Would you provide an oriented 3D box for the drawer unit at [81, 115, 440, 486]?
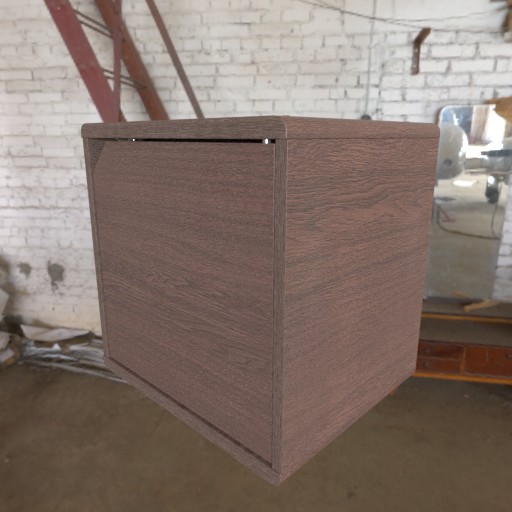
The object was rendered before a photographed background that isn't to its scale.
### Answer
[{"bbox_3d":[0.000,0.000,0.594,0.344,0.344,0.290,14,21,42],"label":"drawer unit"}]
